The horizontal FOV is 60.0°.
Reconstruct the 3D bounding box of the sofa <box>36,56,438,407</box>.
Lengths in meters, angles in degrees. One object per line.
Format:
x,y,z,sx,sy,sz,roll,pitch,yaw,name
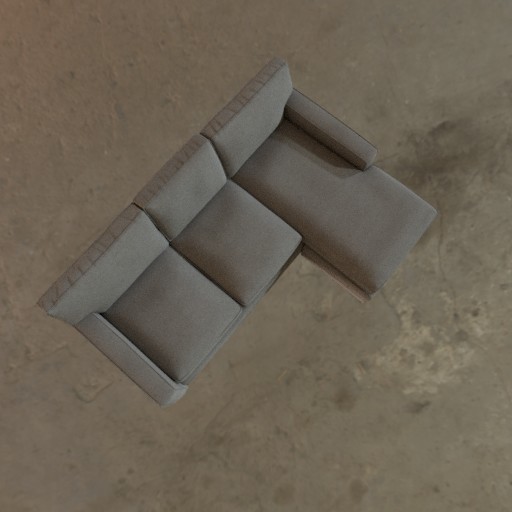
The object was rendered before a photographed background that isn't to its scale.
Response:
0.000,0.000,2.821,1.496,0.861,2.087,39,79,9,sofa
